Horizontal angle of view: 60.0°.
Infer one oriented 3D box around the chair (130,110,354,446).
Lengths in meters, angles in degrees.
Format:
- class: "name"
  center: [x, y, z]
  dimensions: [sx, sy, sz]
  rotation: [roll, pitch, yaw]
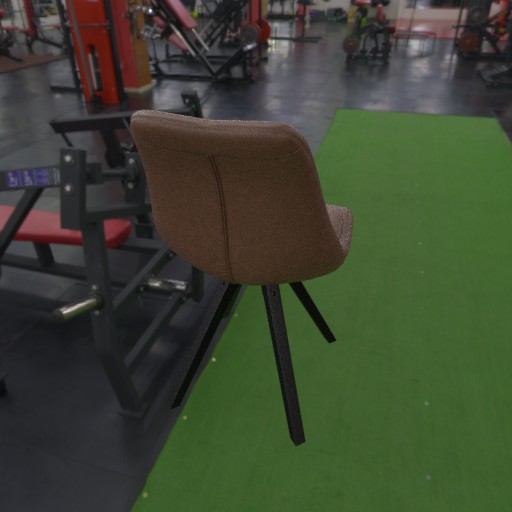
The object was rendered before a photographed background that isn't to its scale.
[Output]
- class: "chair"
  center: [0.000, 0.000, 1.164]
  dimensions: [0.475, 0.850, 0.550]
  rotation: [10, 34, 16]
